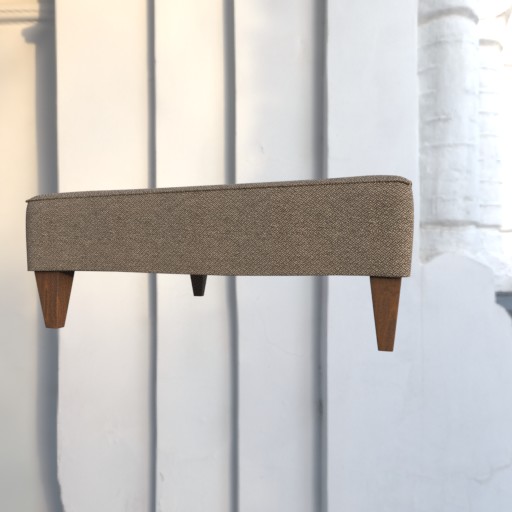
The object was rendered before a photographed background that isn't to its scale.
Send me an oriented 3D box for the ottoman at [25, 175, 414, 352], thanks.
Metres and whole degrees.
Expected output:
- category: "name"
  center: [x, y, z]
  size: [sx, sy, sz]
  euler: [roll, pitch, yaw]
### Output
- category: "ottoman"
  center: [0.000, 0.000, 1.467]
  size: [0.970, 0.378, 0.981]
  euler: [0, 1, 18]
